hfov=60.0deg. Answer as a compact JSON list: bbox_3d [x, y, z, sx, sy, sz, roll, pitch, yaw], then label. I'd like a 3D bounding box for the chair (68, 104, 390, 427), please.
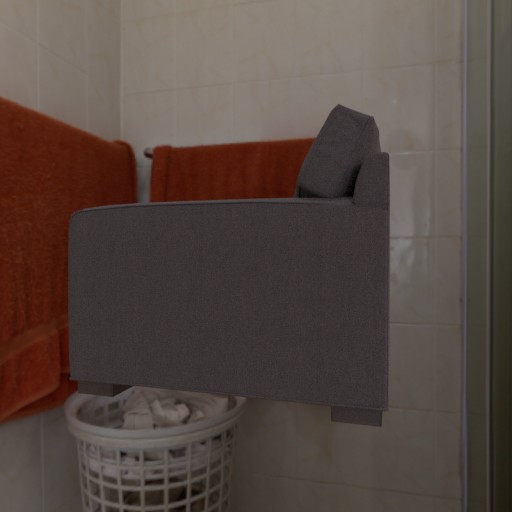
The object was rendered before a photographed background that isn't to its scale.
[{"bbox_3d":[0.000,0.000,1.803,1.043,0.913,0.997,0,1,17],"label":"chair"}]
